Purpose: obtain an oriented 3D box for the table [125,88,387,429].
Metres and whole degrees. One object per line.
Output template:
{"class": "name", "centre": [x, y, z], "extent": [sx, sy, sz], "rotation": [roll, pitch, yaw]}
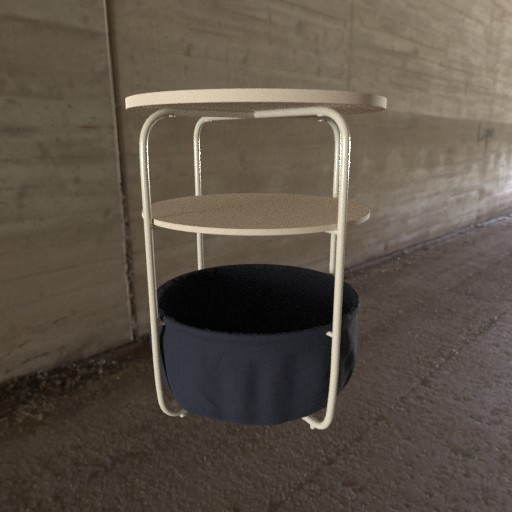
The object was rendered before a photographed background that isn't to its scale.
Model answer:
{"class": "table", "centre": [0.000, 0.000, 0.806], "extent": [0.418, 0.532, 0.418], "rotation": [2, 15, 8]}
